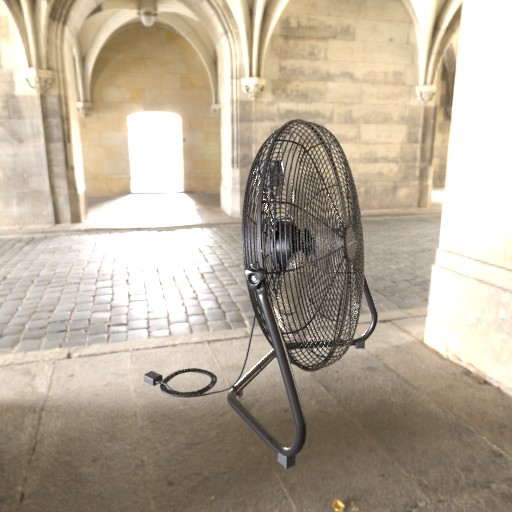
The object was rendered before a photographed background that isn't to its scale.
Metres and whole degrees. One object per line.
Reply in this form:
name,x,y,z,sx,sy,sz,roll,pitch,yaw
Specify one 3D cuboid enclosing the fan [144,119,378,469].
fan,0.000,0.000,1.035,0.470,0.605,0.595,6,15,26
